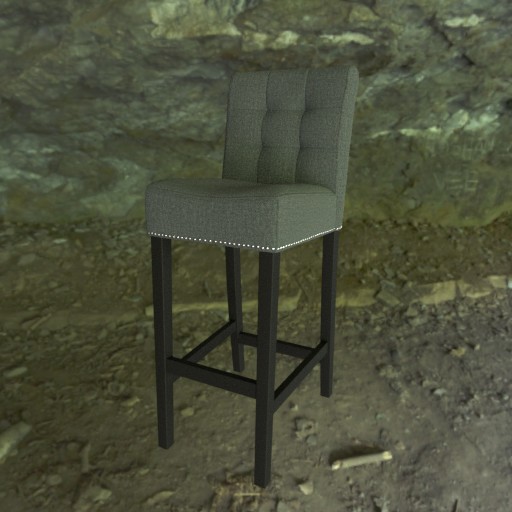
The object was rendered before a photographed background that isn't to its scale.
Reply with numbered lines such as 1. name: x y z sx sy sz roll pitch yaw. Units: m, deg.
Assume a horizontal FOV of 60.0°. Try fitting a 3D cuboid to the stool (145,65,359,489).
1. stool: 0.000 0.000 1.280 0.411 1.047 0.548 8 18 26
